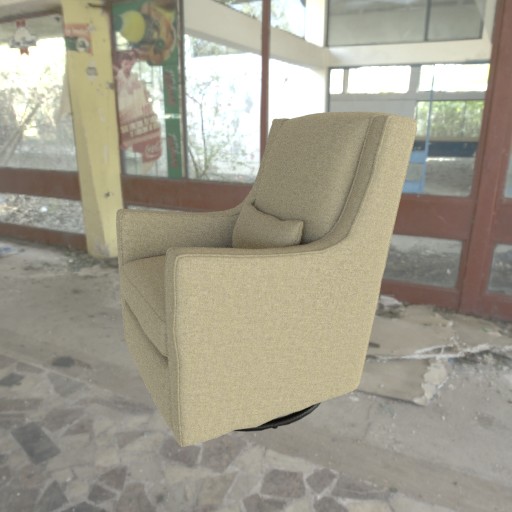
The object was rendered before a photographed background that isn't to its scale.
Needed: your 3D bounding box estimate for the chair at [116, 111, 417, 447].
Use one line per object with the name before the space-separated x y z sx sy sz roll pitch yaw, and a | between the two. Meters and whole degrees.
chair | 0.000 0.000 1.589 0.879 0.993 0.732 -8 18 -27
